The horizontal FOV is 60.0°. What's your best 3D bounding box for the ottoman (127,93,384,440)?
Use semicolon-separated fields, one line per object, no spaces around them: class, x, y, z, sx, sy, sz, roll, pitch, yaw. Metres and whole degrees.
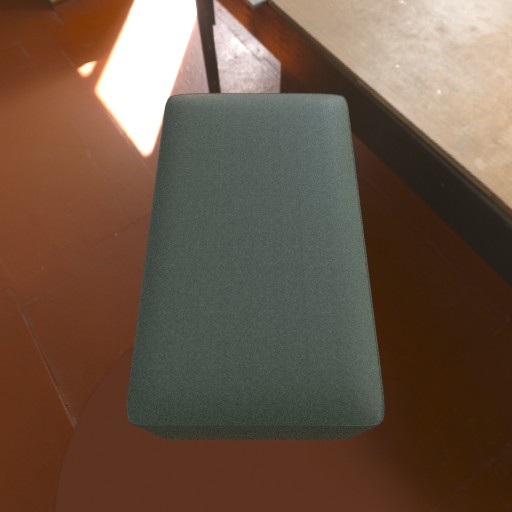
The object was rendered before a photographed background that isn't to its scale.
ottoman;0.000;0.000;1.564;0.681;0.494;1.173;0;63;0
